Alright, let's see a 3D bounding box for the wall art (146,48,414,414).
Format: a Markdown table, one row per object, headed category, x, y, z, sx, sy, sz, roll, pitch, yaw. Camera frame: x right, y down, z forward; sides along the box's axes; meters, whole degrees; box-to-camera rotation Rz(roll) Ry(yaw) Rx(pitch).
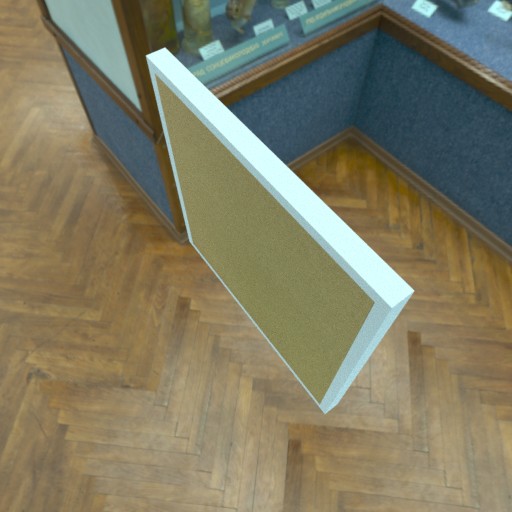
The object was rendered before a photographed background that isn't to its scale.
| category | x | y | z | sx | sy | sz | roll | pitch | yaw |
| --- | --- | --- | --- | --- | --- | --- | --- | --- | --- |
| wall art | 0.000 | 0.000 | 0.469 | 0.020 | 0.307 | 0.307 | -32 | 64 | -18 |
